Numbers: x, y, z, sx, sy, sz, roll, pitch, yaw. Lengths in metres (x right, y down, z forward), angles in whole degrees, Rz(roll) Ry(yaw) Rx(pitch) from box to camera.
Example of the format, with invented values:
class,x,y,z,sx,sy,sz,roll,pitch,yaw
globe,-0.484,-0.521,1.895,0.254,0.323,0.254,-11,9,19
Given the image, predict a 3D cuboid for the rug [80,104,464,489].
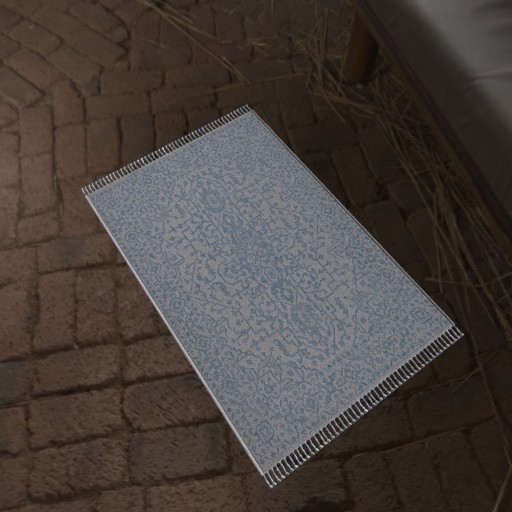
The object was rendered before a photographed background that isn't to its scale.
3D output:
class,x,y,z,sx,sy,sz,roll,pitch,yaw
rug,0.000,0.000,3.075,1.524,0.010,2.438,-32,67,-15
